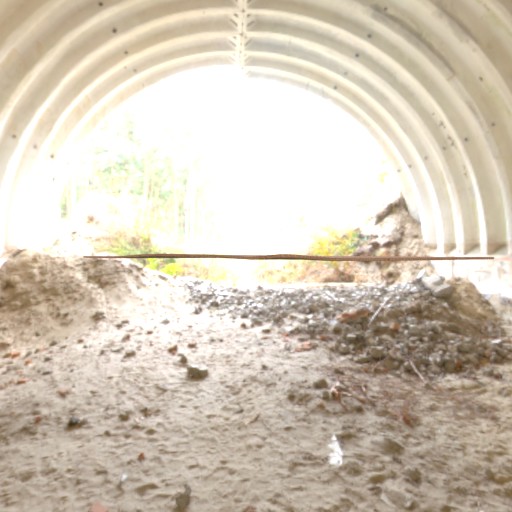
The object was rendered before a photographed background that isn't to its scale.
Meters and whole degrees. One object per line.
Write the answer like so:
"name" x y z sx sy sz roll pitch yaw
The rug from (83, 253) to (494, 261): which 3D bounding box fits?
"rug" 0.000 0.000 2.282 1.230 0.025 1.837 0 0 -37
